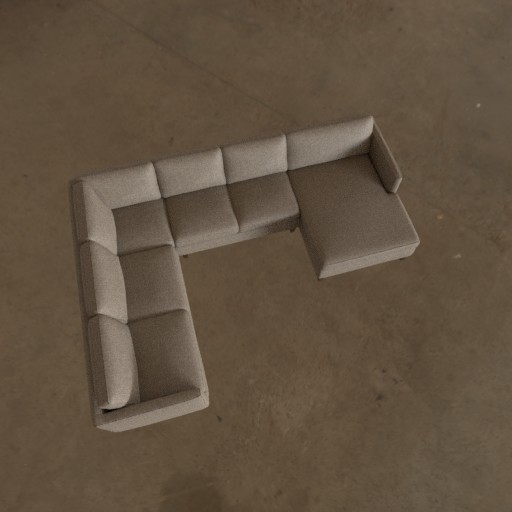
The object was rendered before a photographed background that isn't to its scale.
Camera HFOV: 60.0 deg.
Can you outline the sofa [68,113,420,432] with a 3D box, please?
[{"bbox_3d":[0.000,0.000,4.477,3.403,0.889,2.551,-14,65,-7],"label":"sofa"}]
